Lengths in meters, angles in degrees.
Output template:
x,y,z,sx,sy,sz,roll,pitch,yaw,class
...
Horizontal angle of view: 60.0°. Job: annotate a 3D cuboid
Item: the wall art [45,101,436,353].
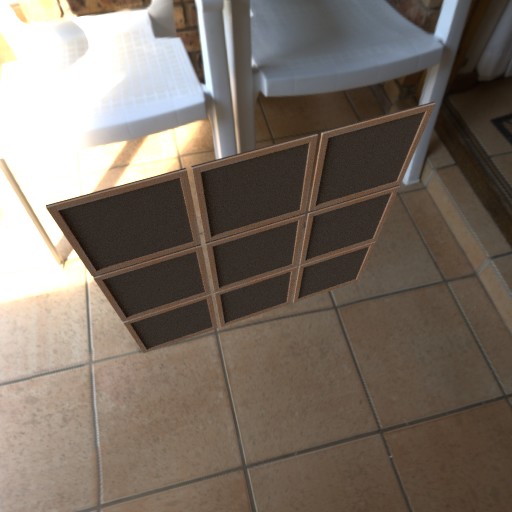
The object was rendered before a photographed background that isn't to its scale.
x,y,z,sx,sy,sz,roll,pitch,yaw,class
0.000,0.000,2.292,1.520,1.525,0.013,-17,61,-10,wall art
